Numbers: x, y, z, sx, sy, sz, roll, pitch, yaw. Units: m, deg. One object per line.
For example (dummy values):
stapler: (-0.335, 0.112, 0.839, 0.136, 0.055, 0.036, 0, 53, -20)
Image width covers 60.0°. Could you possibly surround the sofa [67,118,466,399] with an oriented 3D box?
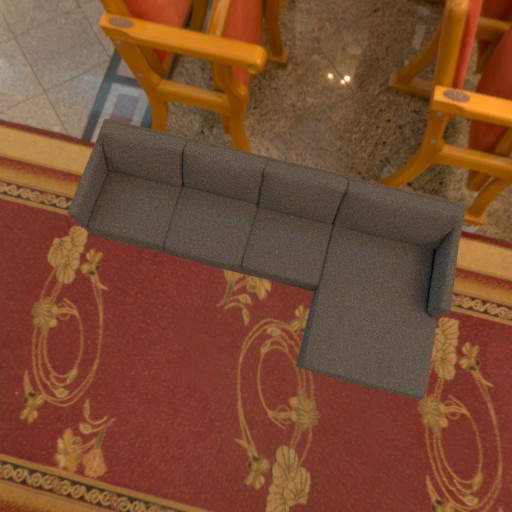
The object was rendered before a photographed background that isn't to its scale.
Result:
sofa: (0.000, 0.000, 3.798, 3.186, 0.846, 1.625, 14, 75, 4)
